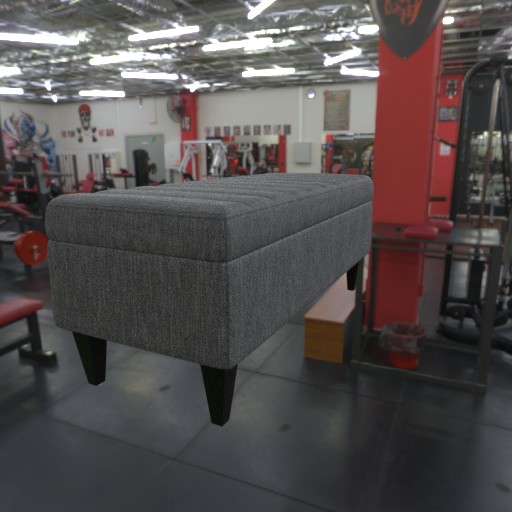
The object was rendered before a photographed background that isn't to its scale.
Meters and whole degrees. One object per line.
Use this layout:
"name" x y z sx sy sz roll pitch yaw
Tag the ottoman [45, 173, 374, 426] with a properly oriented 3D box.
"ottoman" 0.000 0.000 1.403 0.482 0.469 1.151 7 15 26
